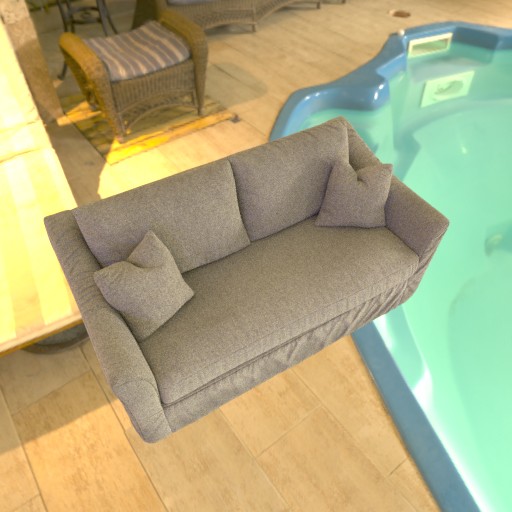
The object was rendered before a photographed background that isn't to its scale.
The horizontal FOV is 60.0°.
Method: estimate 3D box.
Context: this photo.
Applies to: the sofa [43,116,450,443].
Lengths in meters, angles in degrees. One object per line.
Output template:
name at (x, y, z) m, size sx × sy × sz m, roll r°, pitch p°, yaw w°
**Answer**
sofa at (0.000, 0.000, 2.616) m, size 2.010 × 1.018 × 1.072 m, roll -24°, pitch 52°, yaw -20°
